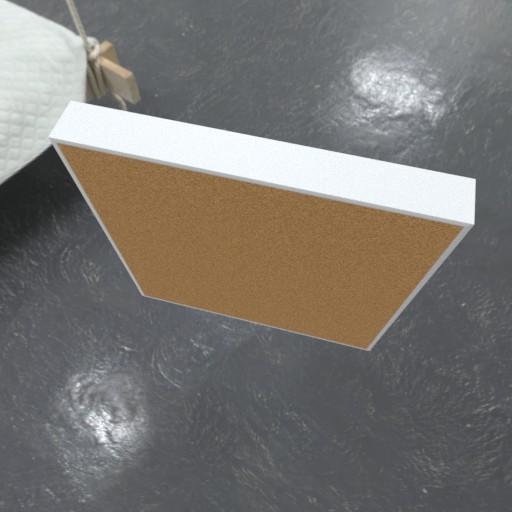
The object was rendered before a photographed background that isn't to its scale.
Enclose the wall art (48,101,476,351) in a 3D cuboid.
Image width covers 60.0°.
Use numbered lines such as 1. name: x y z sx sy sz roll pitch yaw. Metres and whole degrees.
1. wall art: 0.000 0.000 0.452 0.305 0.304 0.038 13 63 7
